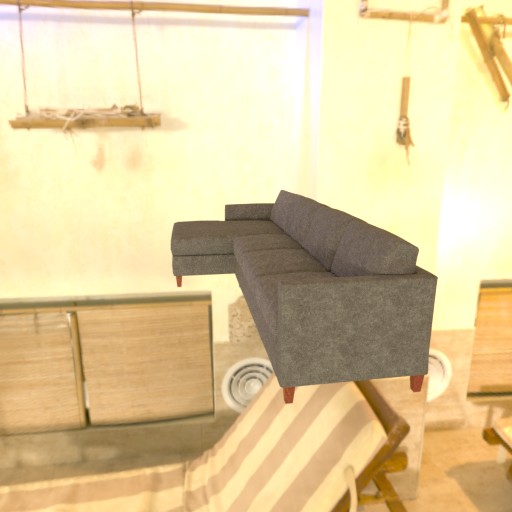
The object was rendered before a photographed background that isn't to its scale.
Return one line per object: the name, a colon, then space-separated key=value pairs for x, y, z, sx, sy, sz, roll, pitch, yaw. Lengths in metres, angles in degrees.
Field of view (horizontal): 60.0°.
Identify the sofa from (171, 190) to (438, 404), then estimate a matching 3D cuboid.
sofa: x=0.000 y=0.000 z=4.111 sx=1.606 sy=0.954 sz=3.471 roll=-2 pitch=14 yaw=-9
